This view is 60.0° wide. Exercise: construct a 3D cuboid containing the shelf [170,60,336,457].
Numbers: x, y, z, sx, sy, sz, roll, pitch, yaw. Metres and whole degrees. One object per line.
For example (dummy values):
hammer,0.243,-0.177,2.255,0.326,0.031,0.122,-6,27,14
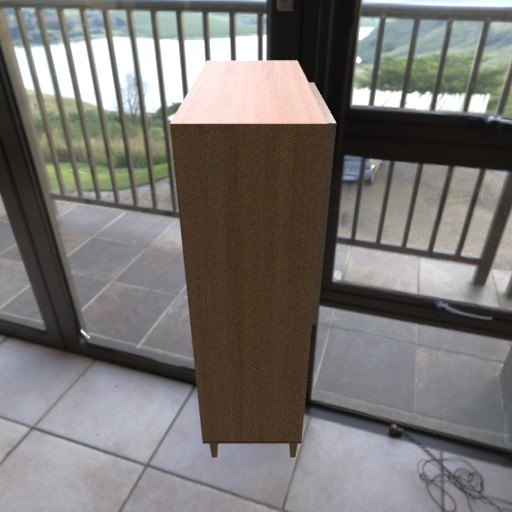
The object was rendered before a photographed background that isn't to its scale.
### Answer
shelf,0.000,0.000,1.898,0.434,1.405,0.995,0,32,0
